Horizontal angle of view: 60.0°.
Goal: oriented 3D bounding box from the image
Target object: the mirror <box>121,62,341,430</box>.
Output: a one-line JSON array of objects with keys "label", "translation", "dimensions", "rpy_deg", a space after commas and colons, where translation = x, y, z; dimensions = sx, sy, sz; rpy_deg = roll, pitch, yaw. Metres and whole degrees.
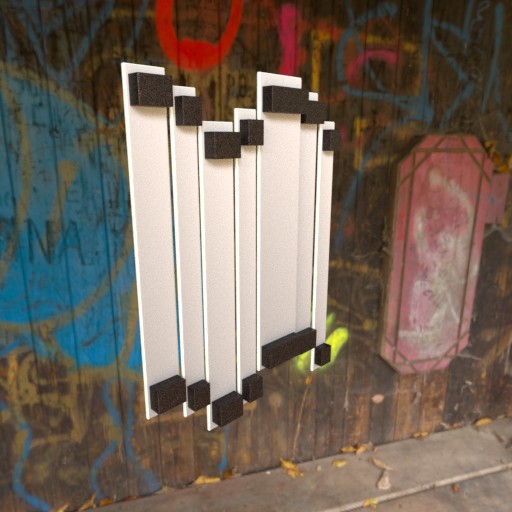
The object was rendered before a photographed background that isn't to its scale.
[{"label": "mirror", "translation": [0.000, 0.000, 0.789], "dimensions": [0.445, 0.611, 0.058], "rpy_deg": [-14, 20, -43]}]
